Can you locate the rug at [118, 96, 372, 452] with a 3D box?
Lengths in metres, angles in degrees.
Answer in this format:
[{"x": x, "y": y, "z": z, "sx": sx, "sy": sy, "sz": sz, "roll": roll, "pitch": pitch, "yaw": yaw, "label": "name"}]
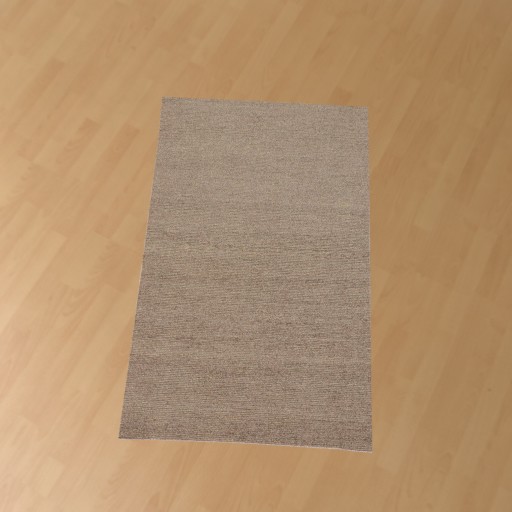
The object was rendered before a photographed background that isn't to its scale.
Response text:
[{"x": 0.000, "y": 0.000, "z": 2.235, "sx": 1.154, "sy": 0.021, "sz": 1.792, "roll": 3, "pitch": 75, "yaw": 1, "label": "rug"}]
